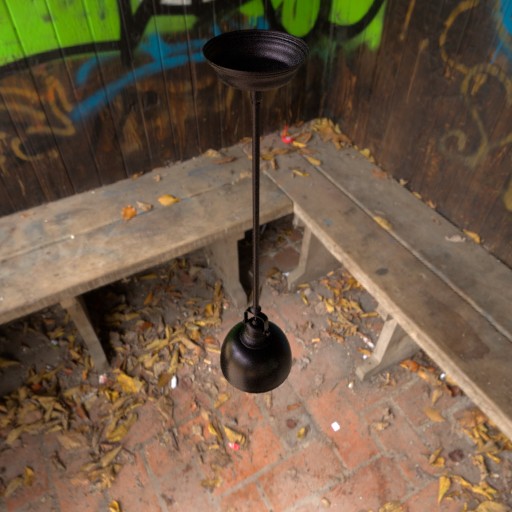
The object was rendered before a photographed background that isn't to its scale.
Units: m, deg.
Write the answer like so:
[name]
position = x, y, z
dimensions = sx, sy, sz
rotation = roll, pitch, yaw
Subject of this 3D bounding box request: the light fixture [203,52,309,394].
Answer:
[light fixture]
position = 0.000, 0.000, 0.844
dimensions = 0.182, 0.768, 0.182
rotation = 24, 51, 21
